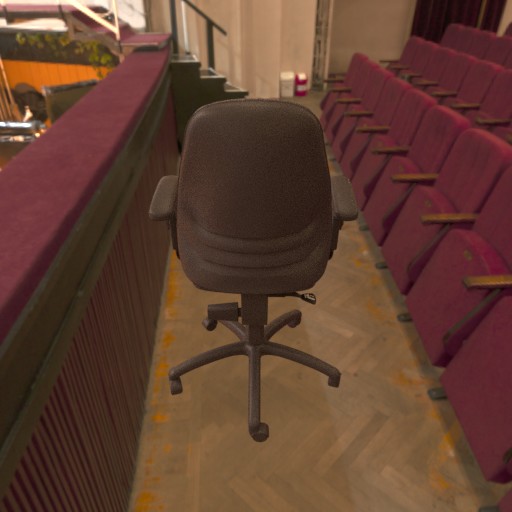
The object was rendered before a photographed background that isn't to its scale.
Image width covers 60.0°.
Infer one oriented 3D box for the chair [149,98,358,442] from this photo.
[{"bbox_3d":[0.000,0.000,1.230,0.550,0.910,0.530,0,32,0],"label":"chair"}]
